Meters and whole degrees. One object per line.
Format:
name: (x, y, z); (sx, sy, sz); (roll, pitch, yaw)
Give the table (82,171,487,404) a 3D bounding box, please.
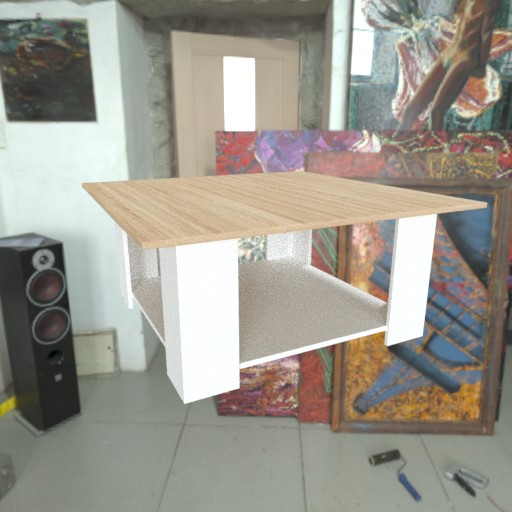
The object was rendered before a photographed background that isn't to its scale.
table: (0.000, 0.000, 1.046); (0.670, 0.305, 0.670); (-8, 19, -26)
